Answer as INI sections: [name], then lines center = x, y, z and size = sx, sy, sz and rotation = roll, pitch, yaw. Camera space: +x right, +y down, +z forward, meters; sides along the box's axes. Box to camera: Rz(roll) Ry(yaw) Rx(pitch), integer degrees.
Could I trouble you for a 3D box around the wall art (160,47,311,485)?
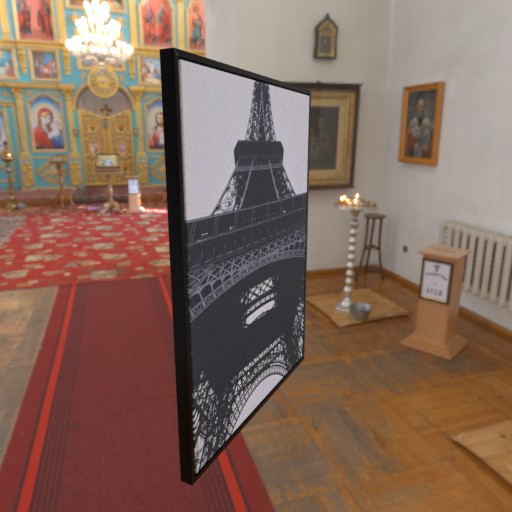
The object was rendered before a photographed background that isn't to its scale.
[wall art]
center = 0.000, 0.000, 1.393
size = 0.040, 1.062, 0.805
rotation = 7, 15, 26
